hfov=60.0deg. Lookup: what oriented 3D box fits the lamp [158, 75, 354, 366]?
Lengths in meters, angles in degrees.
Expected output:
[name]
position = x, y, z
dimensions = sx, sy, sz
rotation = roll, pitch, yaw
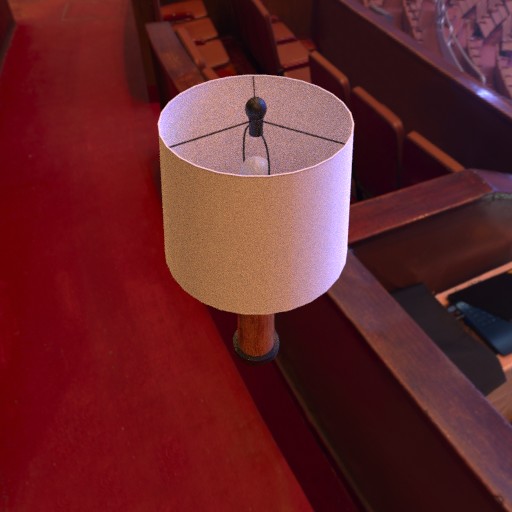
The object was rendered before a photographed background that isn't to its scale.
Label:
[lamp]
position = 0.000, 0.000, 0.885
dimensions = 0.349, 0.667, 0.349
rotation = 0, 47, 0
